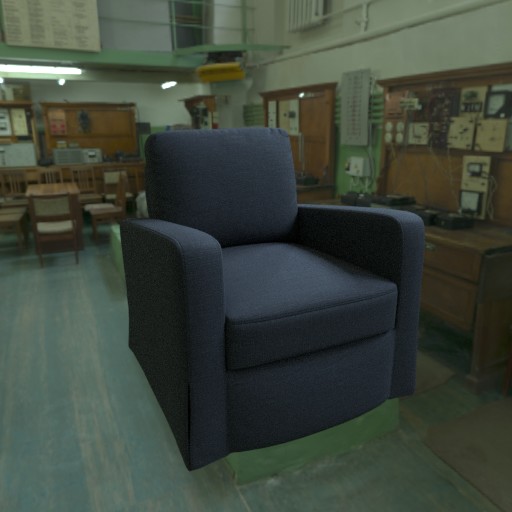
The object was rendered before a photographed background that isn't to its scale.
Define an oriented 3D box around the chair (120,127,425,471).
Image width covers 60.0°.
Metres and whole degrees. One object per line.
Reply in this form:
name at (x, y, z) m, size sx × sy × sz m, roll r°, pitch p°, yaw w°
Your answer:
chair at (0.000, 0.000, 1.532) m, size 0.798 × 0.855 × 0.863 m, roll -8°, pitch 18°, yaw -25°
